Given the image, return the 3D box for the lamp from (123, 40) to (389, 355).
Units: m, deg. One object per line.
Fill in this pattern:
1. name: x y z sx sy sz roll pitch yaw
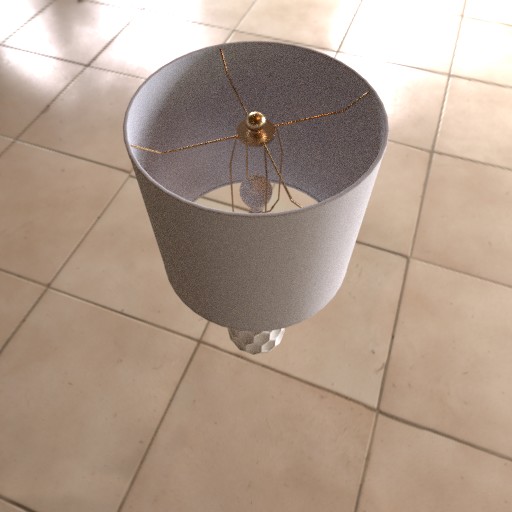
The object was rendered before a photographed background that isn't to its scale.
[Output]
1. lamp: 0.000 0.000 0.689 0.277 0.537 0.277 16 58 11
